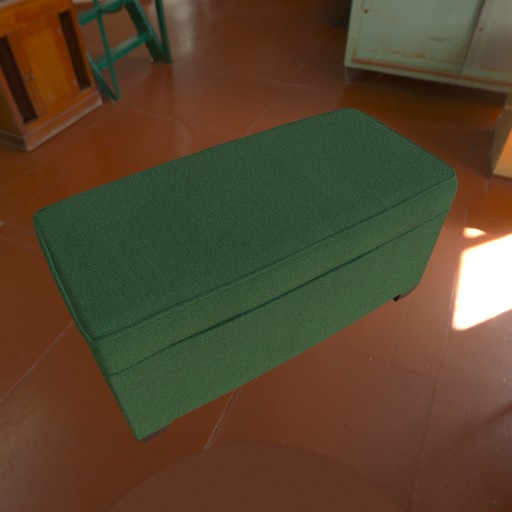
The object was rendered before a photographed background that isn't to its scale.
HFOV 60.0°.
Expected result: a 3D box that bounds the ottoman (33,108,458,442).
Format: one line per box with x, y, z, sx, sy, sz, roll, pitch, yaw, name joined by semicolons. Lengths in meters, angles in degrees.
0.000;0.000;1.201;0.957;0.471;0.483;-24;50;-22;ottoman
